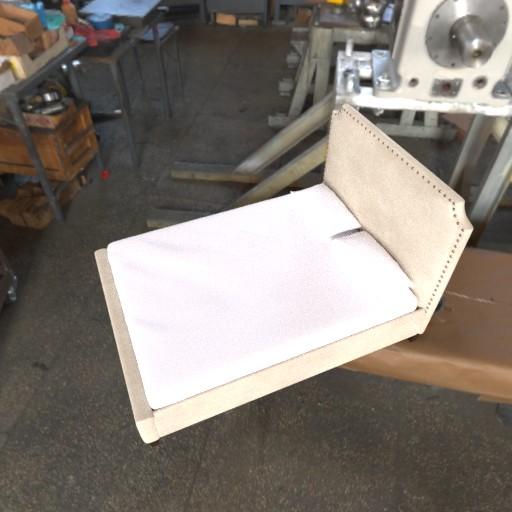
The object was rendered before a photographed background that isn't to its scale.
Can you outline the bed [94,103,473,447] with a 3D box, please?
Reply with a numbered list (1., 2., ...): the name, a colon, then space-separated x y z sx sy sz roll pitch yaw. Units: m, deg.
1. bed: 0.000 0.000 3.476 2.372 1.443 1.712 -17 48 -16
